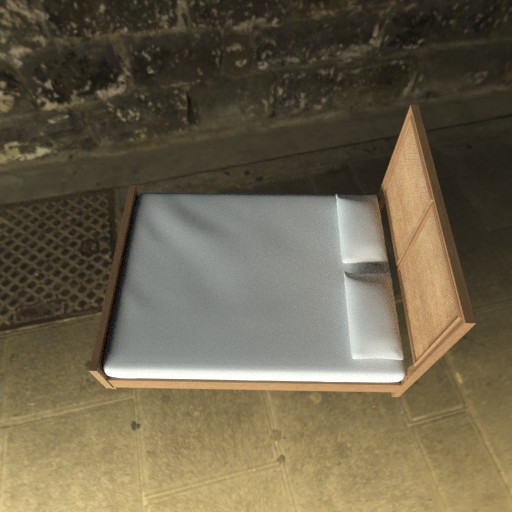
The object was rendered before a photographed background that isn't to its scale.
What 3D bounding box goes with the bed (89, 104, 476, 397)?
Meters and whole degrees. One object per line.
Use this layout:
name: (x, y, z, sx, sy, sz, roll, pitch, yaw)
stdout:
bed: (0.000, 0.000, 3.193, 2.184, 1.387, 1.606, 1, 58, 1)
